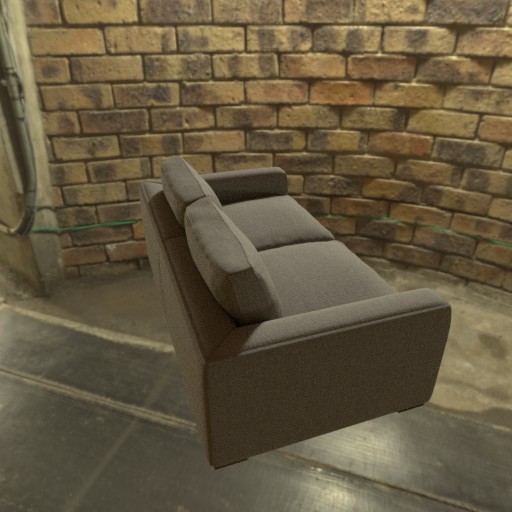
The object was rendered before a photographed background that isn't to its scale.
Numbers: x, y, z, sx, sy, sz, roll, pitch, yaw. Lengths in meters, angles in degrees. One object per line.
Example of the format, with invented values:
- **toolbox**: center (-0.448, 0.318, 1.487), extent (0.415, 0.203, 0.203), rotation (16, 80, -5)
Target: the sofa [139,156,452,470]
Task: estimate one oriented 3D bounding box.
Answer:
- **sofa**: center (0.000, 0.000, 2.472), extent (1.069, 0.800, 1.920), rotation (-10, 31, -17)
